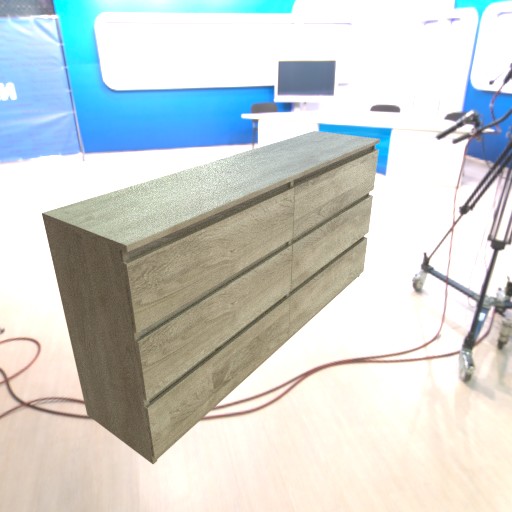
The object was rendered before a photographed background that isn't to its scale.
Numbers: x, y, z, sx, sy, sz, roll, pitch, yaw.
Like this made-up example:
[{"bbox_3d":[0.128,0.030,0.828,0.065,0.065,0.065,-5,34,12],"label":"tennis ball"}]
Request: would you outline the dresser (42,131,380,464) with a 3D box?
[{"bbox_3d":[0.000,0.000,1.934,0.390,0.795,1.590,18,31,32],"label":"dresser"}]
